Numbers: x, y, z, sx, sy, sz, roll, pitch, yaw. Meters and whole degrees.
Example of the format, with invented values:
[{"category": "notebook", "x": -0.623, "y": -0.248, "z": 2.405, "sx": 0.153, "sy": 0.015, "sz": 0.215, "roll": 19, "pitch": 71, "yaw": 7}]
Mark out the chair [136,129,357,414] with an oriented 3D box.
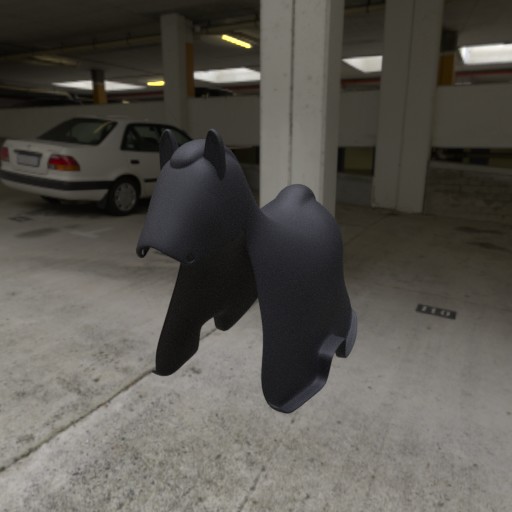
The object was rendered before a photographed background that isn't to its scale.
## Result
[{"category": "chair", "x": 0.000, "y": 0.000, "z": 1.128, "sx": 0.429, "sy": 0.612, "sz": 0.800, "roll": 8, "pitch": 17, "yaw": 27}]
